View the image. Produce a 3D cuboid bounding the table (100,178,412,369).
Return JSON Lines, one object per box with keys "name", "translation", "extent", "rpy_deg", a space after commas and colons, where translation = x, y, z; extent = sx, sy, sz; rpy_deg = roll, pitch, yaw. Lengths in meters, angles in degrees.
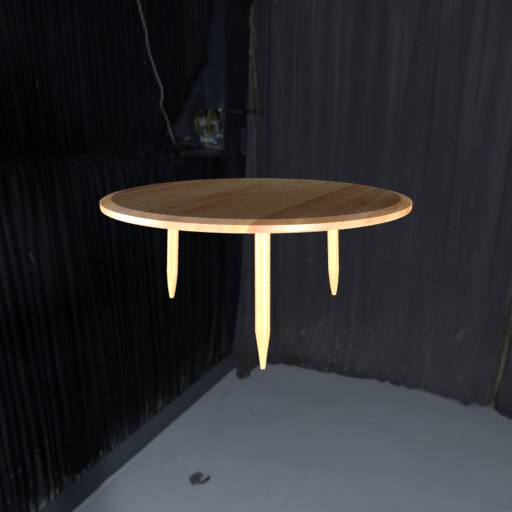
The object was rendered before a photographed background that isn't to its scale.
{"name": "table", "translation": [0.000, 0.000, 1.401], "extent": [0.900, 0.400, 0.900], "rpy_deg": [0, 16, 0]}
